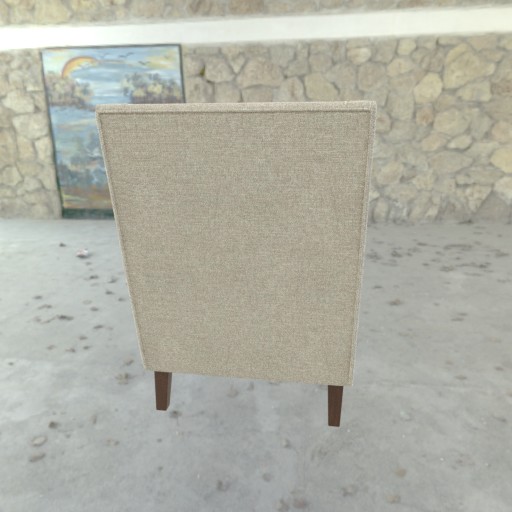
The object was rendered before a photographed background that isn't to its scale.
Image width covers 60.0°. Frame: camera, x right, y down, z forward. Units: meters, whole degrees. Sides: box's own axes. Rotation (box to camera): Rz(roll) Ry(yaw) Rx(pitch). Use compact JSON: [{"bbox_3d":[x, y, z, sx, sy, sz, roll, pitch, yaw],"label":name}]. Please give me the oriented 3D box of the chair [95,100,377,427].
[{"bbox_3d":[0.000,0.000,1.733,0.764,1.082,0.948,2,15,8],"label":"chair"}]
